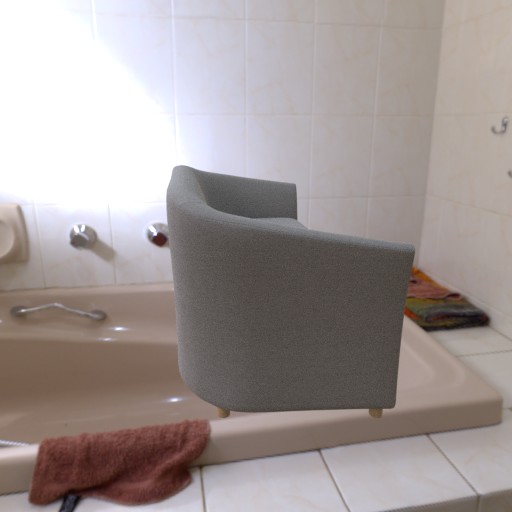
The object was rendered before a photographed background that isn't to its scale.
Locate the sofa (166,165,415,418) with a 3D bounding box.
[{"bbox_3d":[0.000,0.000,1.935,0.705,0.721,1.452,-2,16,-8],"label":"sofa"}]
